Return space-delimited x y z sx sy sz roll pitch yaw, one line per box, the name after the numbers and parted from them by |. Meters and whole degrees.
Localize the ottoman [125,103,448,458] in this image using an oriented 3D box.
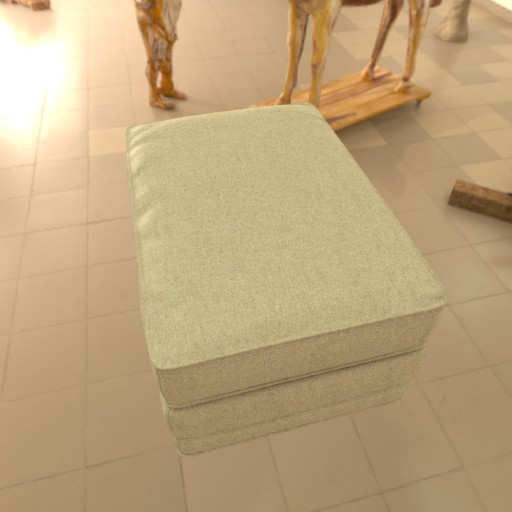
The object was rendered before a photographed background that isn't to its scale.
0.000 0.000 1.223 0.611 0.508 0.848 -11 48 -10 | ottoman
